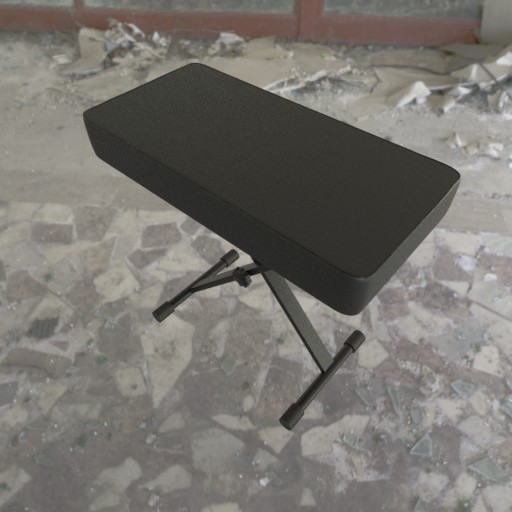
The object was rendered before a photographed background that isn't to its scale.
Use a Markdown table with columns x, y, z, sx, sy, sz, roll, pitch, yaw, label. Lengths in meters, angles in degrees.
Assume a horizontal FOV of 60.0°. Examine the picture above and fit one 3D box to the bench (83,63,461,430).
| x | y | z | sx | sy | sz | roll | pitch | yaw | label |
| --- | --- | --- | --- | --- | --- | --- | --- | --- | --- |
| 0.000 | 0.000 | 0.940 | 0.600 | 0.561 | 0.300 | 33 | 55 | 27 | bench |
